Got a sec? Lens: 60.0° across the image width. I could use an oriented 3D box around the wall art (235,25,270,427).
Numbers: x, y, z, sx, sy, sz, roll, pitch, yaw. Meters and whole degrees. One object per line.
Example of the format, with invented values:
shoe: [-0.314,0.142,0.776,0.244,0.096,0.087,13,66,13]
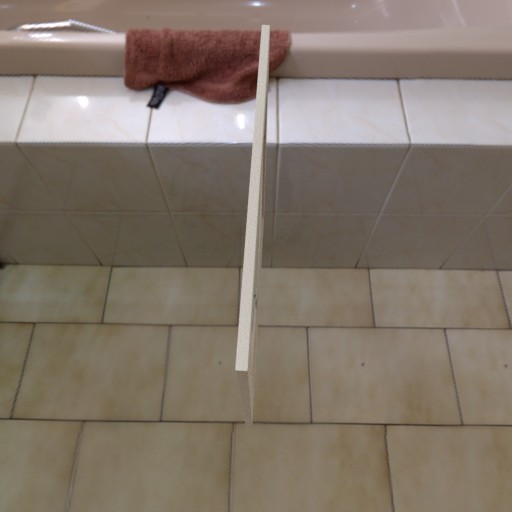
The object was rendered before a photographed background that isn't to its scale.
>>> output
wall art: [0.000,0.000,0.867,0.015,0.577,0.572,3,63,1]
